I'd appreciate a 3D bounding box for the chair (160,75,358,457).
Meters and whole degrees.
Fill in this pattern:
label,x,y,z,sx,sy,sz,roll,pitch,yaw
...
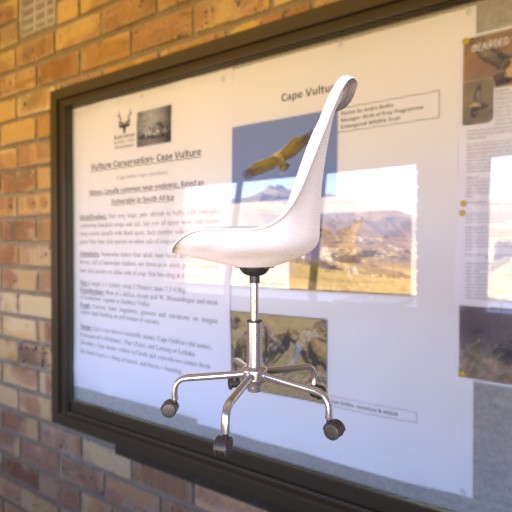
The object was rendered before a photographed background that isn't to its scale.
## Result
label,x,y,z,sx,sy,sz,roll,pitch,yaw
chair,0.000,0.000,1.279,0.550,0.930,0.550,0,1,1
